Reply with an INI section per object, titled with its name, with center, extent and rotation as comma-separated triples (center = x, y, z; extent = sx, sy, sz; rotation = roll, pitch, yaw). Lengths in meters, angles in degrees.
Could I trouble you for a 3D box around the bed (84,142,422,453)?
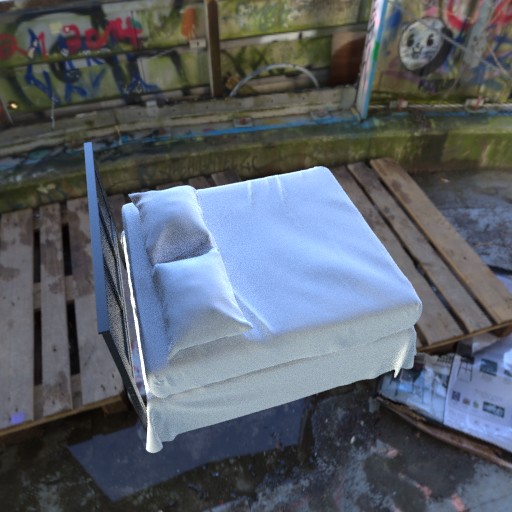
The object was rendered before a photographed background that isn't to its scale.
[bed]
center = 0.000, 0.000, 3.246
extent = 2.050, 1.270, 1.870
rotation = -13, 48, -12
